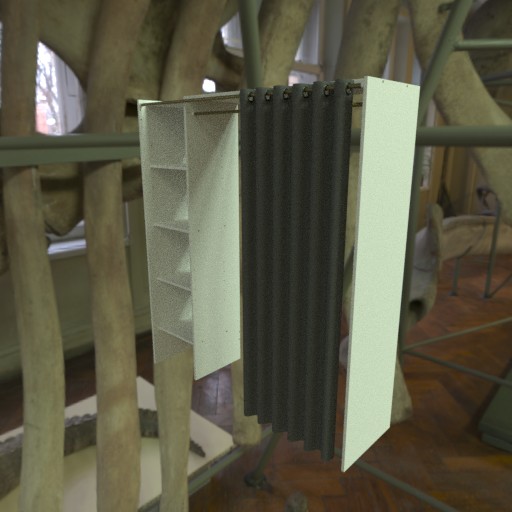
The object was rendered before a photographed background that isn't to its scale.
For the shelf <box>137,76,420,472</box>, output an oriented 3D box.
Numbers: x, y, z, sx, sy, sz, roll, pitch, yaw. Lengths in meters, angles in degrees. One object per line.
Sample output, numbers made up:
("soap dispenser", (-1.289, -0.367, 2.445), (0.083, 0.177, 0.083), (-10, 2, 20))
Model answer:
("shelf", (0.000, 0.000, 2.621), (1.600, 1.810, 0.500), (13, 20, 41))
